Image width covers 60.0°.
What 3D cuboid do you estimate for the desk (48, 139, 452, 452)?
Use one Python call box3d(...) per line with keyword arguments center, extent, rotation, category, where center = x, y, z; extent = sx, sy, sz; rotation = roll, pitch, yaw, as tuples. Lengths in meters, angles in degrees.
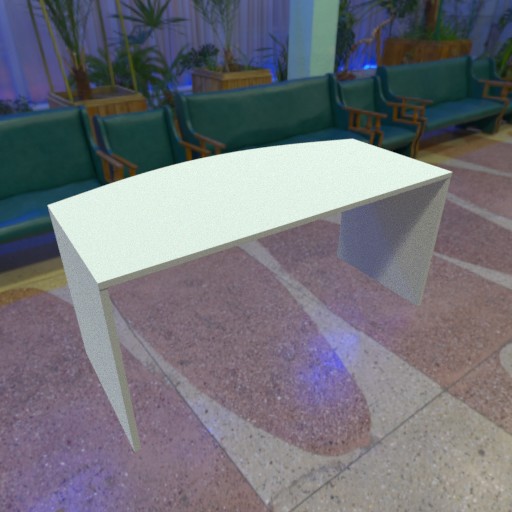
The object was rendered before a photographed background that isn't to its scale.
box3d(center=(0.000, 0.000, 2.096), extent=(1.600, 0.750, 0.802), rotation=(-19, 36, -29), category="desk")
